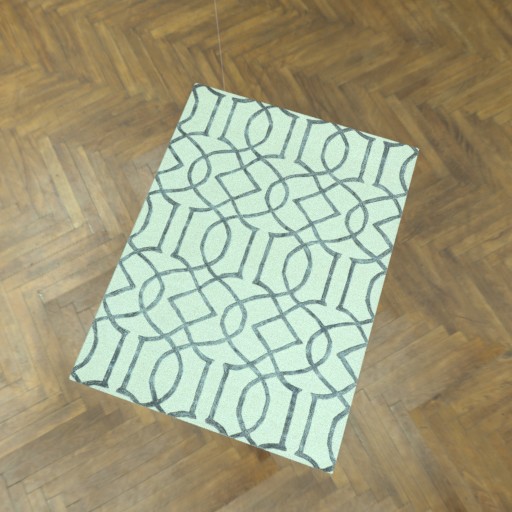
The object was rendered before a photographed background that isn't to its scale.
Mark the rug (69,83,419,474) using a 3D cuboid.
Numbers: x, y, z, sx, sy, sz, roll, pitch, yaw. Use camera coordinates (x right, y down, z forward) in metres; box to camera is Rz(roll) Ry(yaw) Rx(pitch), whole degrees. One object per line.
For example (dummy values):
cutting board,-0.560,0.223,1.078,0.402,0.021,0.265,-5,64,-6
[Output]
rug,0.000,0.000,3.836,2.211,0.021,2.910,18,76,5
